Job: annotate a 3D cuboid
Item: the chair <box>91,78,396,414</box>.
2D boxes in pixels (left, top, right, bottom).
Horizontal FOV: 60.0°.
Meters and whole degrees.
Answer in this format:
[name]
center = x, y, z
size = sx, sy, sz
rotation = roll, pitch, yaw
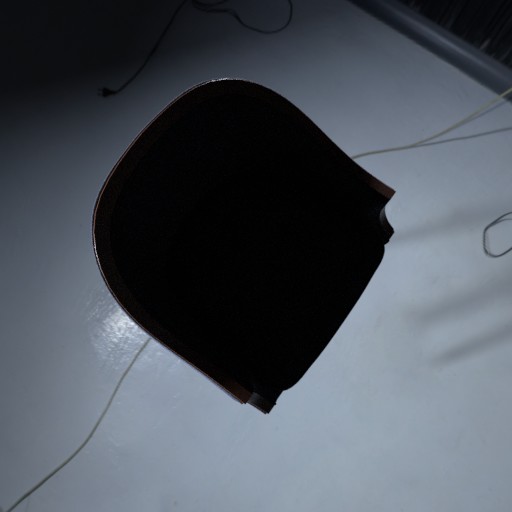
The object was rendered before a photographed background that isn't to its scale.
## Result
[chair]
center = 0.000, 0.000, 1.479
size = 0.735, 0.876, 0.803
rotation = 36, 79, 8
